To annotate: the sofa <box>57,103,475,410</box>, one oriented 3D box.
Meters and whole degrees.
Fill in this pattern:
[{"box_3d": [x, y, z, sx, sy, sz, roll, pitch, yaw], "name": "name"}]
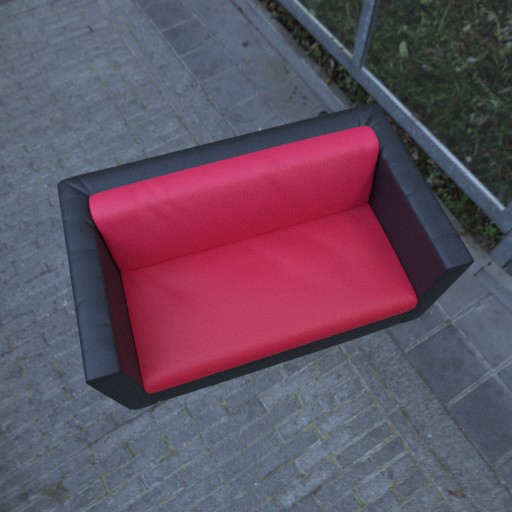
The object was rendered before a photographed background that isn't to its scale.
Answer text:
[{"box_3d": [0.000, 0.000, 1.945, 1.410, 0.735, 0.845, -16, 64, -8], "name": "sofa"}]
